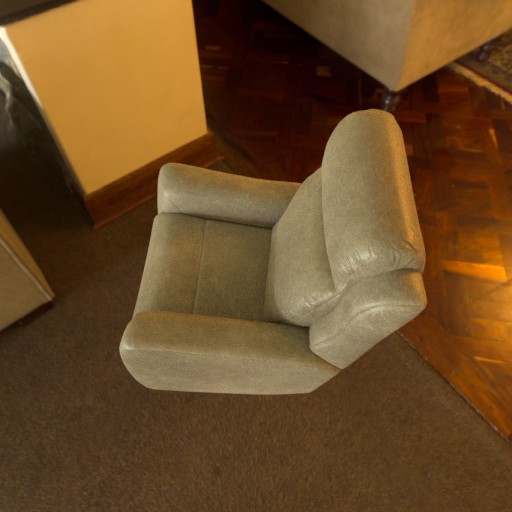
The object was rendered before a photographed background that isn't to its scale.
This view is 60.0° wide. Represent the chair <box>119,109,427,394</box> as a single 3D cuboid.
[{"bbox_3d":[0.000,0.000,1.906,1.068,1.116,0.967,3,57,2],"label":"chair"}]
